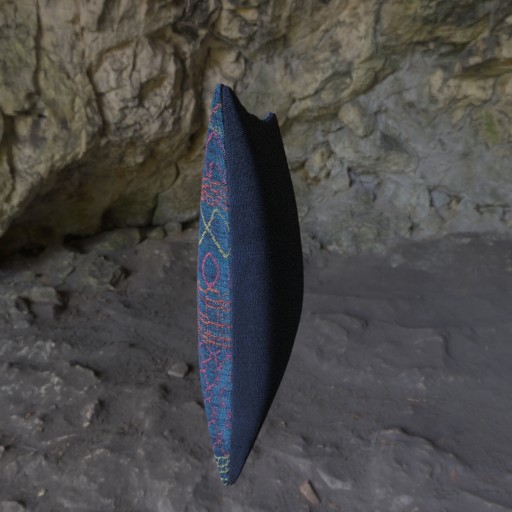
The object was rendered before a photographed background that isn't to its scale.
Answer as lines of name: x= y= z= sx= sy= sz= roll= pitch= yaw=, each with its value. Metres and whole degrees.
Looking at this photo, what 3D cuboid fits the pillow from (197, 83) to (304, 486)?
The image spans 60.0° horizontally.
pillow: x=0.000 y=0.000 z=0.646 sx=0.141 sy=0.431 sz=0.431 roll=2 pitch=14 yaw=8
